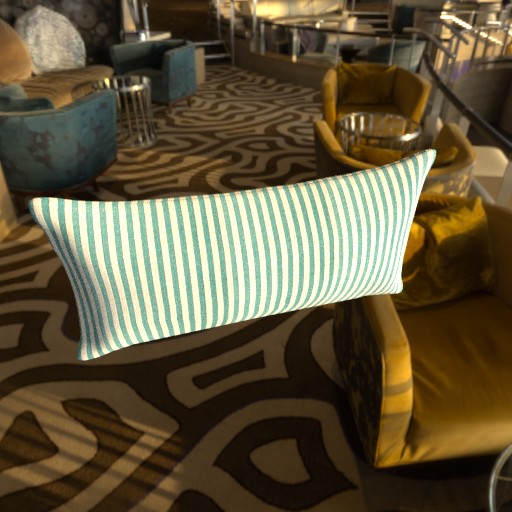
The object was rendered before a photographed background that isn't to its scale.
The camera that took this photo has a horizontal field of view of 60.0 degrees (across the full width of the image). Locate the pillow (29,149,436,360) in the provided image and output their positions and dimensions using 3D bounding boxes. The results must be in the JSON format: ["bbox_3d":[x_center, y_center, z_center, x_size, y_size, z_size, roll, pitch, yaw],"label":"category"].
[{"bbox_3d":[0.000,0.000,0.726,0.617,0.295,0.151,-10,35,-14],"label":"pillow"}]
